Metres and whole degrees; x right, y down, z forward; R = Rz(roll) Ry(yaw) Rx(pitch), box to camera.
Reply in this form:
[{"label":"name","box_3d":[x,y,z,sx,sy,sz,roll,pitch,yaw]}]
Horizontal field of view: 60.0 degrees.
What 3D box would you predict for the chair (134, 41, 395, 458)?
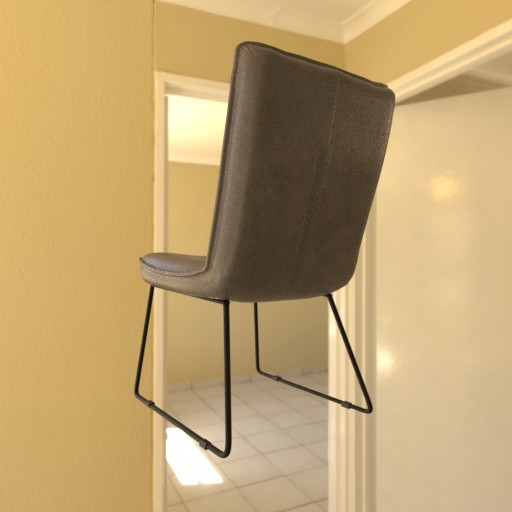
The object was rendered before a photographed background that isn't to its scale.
[{"label":"chair","box_3d":[0.000,0.000,1.333,0.515,0.932,0.688,0,0,-35]}]
